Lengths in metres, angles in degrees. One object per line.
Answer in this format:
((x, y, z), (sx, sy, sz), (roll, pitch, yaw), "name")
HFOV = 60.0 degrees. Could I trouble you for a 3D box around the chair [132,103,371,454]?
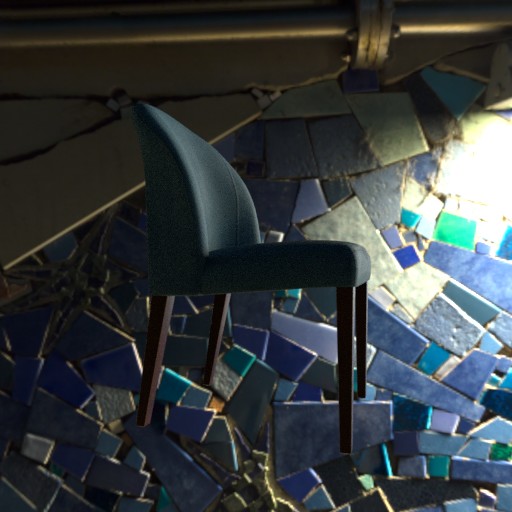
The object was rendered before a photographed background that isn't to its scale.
((0.000, 0.000, 1.266), (0.620, 0.879, 0.507), (0, -1, 18), "chair")
